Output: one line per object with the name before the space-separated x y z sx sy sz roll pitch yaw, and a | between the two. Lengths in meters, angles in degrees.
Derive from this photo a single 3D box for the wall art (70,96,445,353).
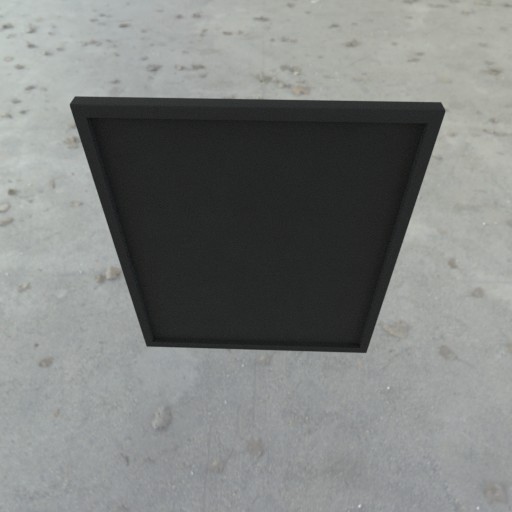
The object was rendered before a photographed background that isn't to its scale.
wall art | 0.000 0.000 0.696 0.432 0.508 0.021 1 46 1
